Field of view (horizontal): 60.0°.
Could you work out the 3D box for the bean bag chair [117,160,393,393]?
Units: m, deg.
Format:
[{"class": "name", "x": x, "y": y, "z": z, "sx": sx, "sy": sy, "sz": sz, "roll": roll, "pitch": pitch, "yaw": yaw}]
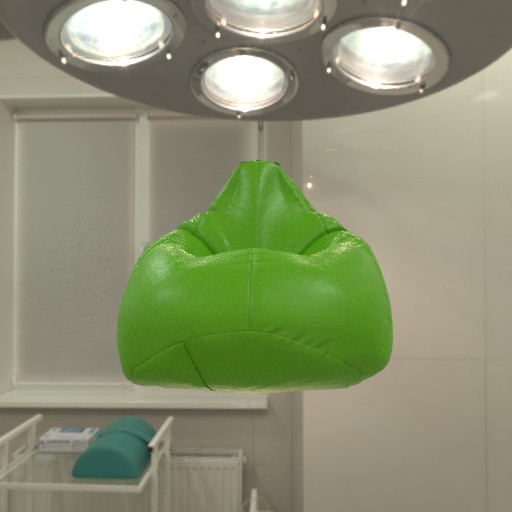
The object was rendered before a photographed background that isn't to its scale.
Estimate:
[{"class": "bean bag chair", "x": 0.000, "y": 0.000, "z": 1.883, "sx": 1.070, "sy": 0.990, "sz": 1.070, "roll": 0, "pitch": -1, "yaw": 2}]
